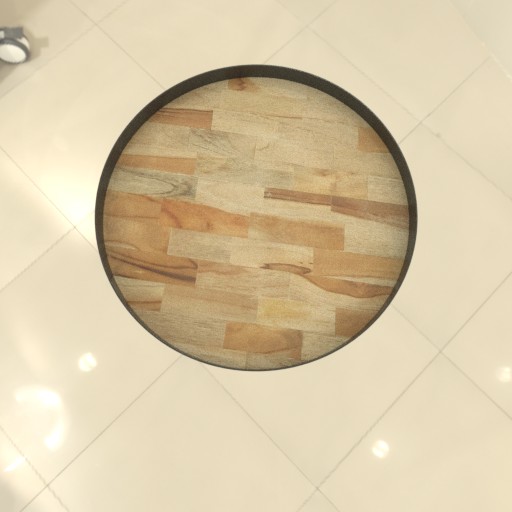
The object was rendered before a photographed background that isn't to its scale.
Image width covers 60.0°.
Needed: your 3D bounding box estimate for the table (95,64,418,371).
[{"bbox_3d":[0.000,0.000,0.831,0.406,0.559,0.406,0,77,0],"label":"table"}]
